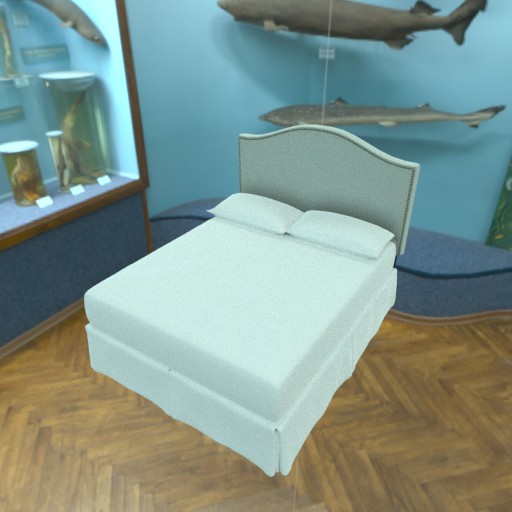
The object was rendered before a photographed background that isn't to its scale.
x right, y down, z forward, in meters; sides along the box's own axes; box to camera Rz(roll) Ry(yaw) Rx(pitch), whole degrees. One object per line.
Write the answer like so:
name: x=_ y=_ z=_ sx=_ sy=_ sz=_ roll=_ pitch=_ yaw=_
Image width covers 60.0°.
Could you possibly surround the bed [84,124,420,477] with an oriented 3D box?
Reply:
bed: x=0.000 y=0.000 z=3.481 sx=1.813 sy=1.607 sz=2.180 roll=18 pitch=35 yaw=29
